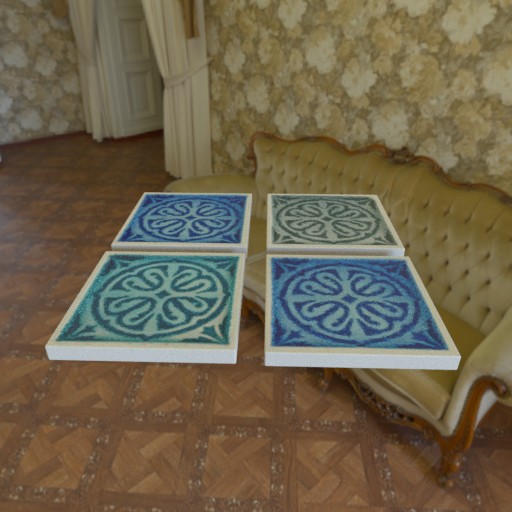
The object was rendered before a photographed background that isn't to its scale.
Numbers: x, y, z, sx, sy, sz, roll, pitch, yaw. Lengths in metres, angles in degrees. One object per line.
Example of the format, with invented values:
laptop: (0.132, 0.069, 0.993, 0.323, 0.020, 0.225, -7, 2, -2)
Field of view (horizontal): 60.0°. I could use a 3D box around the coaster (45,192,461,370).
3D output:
coaster: (0.000, 0.000, 0.327, 0.219, 0.010, 0.214, 1, 31, 1)
